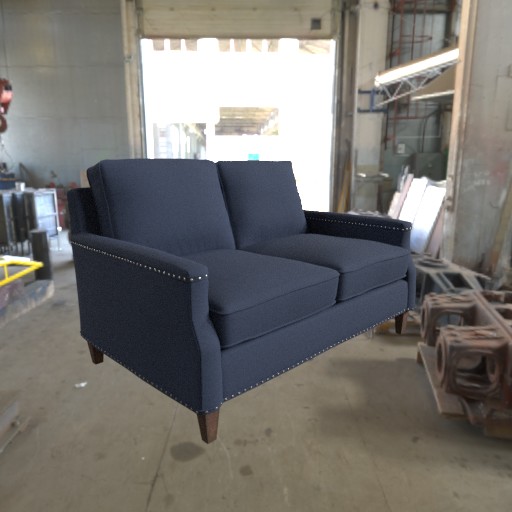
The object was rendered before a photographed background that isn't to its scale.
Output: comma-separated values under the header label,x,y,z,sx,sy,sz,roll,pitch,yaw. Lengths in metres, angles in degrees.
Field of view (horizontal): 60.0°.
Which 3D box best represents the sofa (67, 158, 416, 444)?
label,x,y,z,sx,sy,sz,roll,pitch,yaw
sofa,0.000,0.000,2.333,1.597,1.003,1.084,-12,17,-44
